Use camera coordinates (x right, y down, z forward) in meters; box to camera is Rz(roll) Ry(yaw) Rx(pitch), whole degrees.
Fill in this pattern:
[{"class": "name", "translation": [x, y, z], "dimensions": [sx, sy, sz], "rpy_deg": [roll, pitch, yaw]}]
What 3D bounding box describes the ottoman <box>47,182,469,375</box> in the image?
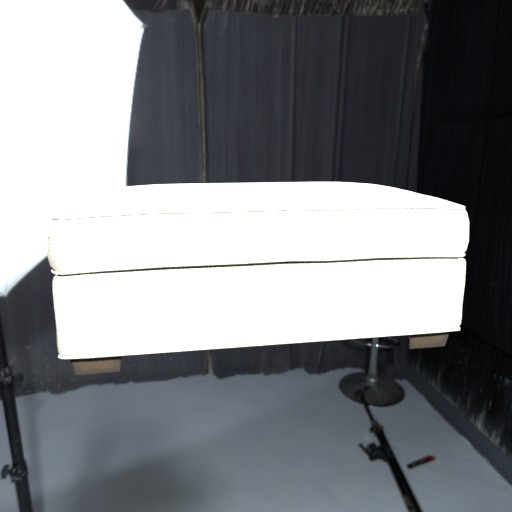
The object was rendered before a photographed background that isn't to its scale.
[{"class": "ottoman", "translation": [0.000, 0.000, 1.426], "dimensions": [1.097, 0.448, 0.617], "rpy_deg": [-2, 14, -9]}]
